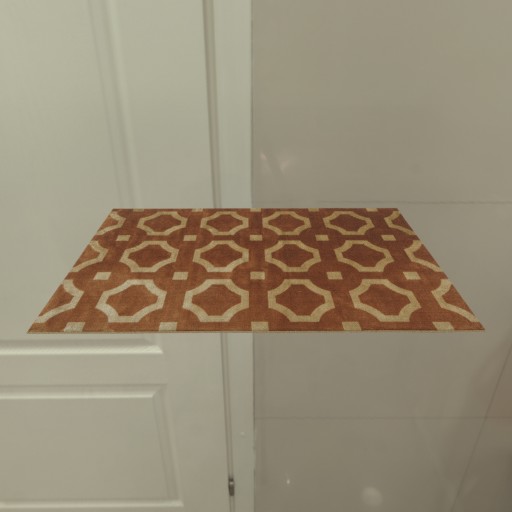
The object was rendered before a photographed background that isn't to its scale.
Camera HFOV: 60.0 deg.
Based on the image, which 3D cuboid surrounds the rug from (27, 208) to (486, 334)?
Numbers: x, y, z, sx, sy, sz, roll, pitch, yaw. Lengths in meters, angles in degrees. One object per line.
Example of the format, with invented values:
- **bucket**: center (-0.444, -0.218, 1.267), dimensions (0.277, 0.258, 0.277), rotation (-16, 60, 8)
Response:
- **rug**: center (0.000, 0.000, 2.879), dimensions (2.286, 0.016, 1.555), rotation (0, 29, 0)
